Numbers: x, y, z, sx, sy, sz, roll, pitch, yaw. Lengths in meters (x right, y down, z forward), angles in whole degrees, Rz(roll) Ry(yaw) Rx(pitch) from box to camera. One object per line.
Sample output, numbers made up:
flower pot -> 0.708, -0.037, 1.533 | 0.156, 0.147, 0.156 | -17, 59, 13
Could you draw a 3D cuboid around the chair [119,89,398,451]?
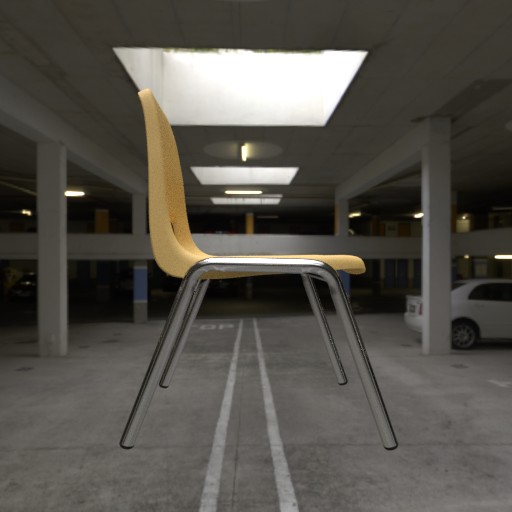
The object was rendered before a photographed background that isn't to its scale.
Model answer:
chair -> 0.000, 0.000, 0.833 | 0.423, 0.586, 0.354 | 0, 0, -1
